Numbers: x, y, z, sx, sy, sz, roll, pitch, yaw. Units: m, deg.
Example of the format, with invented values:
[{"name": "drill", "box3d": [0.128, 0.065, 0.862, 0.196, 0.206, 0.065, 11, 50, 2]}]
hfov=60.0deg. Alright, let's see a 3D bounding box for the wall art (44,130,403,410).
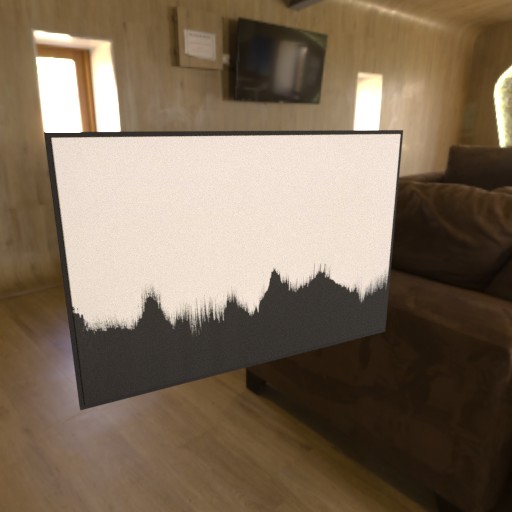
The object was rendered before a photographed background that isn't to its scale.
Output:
[{"name": "wall art", "box3d": [0.000, 0.000, 1.481, 1.190, 0.805, 0.028, -8, 18, -25]}]
